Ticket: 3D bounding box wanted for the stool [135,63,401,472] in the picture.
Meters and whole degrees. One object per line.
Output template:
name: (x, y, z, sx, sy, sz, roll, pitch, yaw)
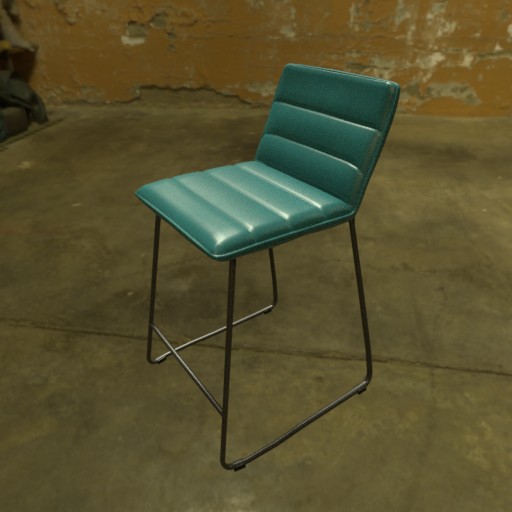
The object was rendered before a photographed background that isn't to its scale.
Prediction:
stool: (0.000, 0.000, 1.159, 0.524, 0.866, 0.489, -20, 37, -30)
